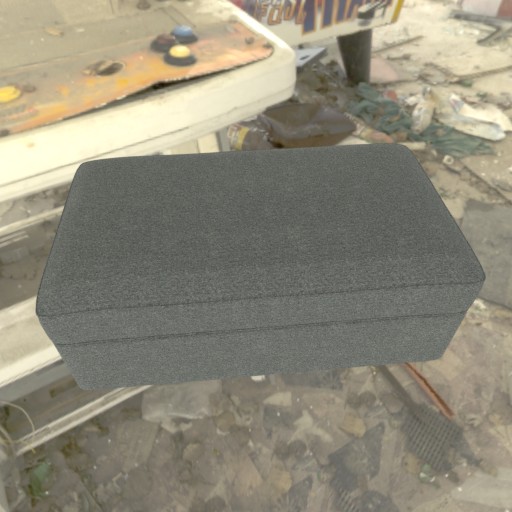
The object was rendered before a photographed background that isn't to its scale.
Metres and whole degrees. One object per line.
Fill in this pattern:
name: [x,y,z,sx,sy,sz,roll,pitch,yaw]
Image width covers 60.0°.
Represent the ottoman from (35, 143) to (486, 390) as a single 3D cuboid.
ottoman: [0.000,0.000,1.484,1.173,0.494,0.681,-4,46,-4]
